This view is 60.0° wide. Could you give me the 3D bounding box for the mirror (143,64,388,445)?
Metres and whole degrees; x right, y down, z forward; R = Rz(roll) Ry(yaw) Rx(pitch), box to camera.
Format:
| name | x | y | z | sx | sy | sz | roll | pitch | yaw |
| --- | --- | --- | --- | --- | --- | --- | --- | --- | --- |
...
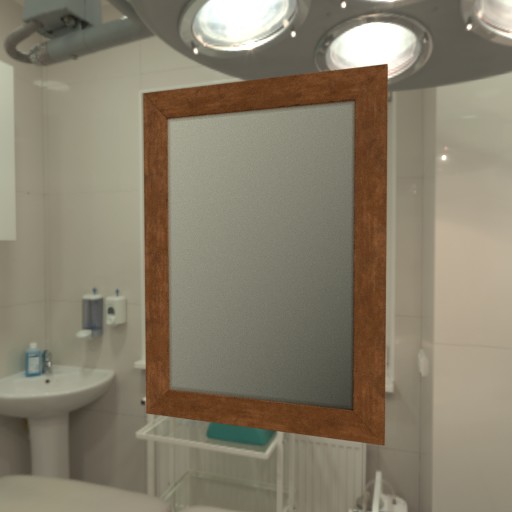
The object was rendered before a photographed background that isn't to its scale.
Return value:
| name | x | y | z | sx | sy | sz | roll | pitch | yaw |
| --- | --- | --- | --- | --- | --- | --- | --- | --- | --- |
| mirror | 0.000 | 0.000 | 1.408 | 0.796 | 1.099 | 0.028 | 1 | 2 | 18 |
